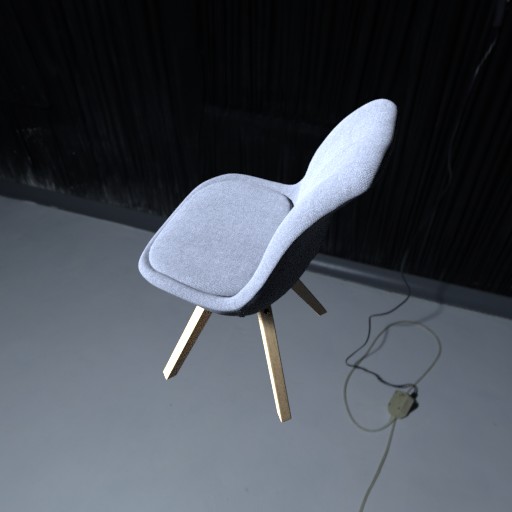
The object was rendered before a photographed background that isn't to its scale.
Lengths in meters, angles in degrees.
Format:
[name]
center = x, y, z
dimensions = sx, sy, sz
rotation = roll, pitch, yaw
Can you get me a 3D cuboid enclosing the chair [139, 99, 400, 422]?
[chair]
center = 0.000, 0.000, 1.180
dimensions = 0.550, 0.850, 0.485
rotation = 15, 48, 14
